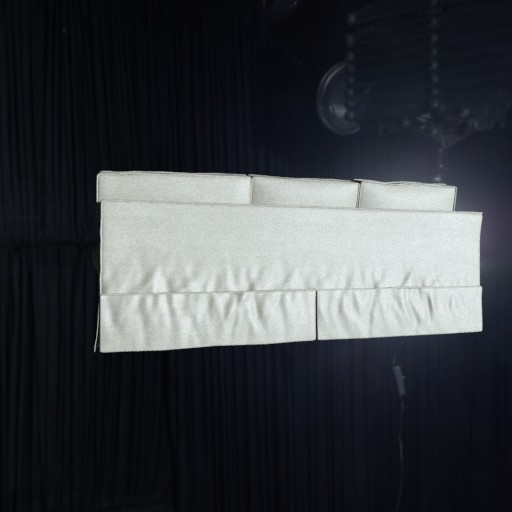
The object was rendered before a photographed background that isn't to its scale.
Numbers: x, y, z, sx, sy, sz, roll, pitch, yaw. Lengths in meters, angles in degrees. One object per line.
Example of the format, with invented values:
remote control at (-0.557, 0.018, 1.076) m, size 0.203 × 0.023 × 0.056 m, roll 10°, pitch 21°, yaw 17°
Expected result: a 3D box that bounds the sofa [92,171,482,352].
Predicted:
sofa at (0.000, 0.000, 4.023) m, size 2.623 × 1.081 × 2.618 m, roll 0°, pitch 0°, yaw -16°
